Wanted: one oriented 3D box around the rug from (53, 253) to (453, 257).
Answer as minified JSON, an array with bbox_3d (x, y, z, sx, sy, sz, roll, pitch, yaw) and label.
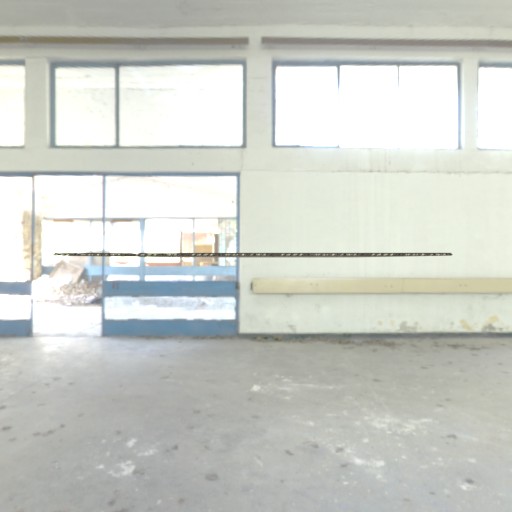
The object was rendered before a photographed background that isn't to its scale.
[{"bbox_3d":[0.000,0.000,3.978,2.305,0.017,2.902,0,0,1],"label":"rug"}]
